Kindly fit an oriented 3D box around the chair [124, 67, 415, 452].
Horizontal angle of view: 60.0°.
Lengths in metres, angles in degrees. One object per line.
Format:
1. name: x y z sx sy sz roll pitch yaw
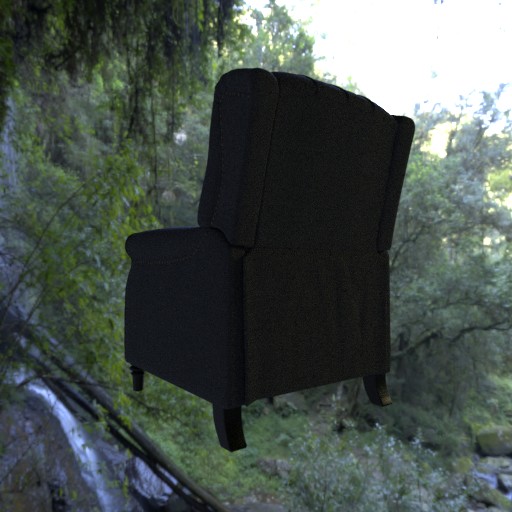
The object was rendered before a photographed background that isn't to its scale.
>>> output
1. chair: 0.000 0.000 1.612 0.742 1.035 0.898 1 -2 -36
